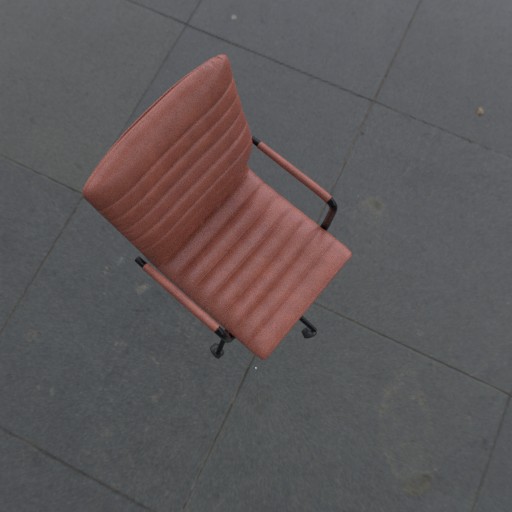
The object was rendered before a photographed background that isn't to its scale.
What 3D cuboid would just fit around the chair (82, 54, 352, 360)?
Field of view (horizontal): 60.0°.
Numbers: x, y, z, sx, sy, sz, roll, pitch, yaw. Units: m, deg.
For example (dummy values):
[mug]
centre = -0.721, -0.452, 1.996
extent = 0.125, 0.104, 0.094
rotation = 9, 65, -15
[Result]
[chair]
centre = 0.000, 0.000, 1.253
extent = 0.578, 0.878, 0.600
rotation = 40, 79, 9
